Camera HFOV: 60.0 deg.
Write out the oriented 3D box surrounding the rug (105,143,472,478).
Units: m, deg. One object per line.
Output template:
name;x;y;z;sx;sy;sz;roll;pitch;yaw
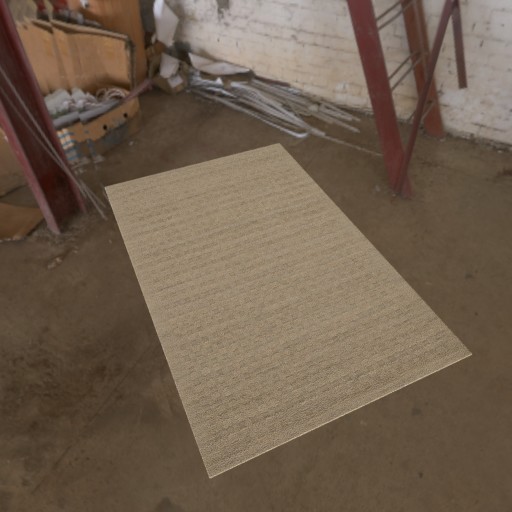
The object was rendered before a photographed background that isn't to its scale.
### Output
rug;0.000;0.000;2.201;1.142;0.006;1.752;-18;49;-17
